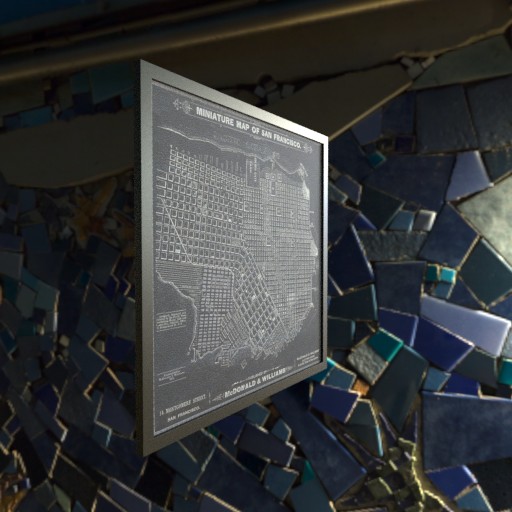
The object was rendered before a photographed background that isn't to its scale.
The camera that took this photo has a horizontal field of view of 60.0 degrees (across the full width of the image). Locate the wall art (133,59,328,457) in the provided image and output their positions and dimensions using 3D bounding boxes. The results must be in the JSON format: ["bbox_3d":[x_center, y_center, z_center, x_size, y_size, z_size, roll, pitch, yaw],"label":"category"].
[{"bbox_3d":[0.000,0.000,1.228,0.022,0.807,0.807,1,2,37],"label":"wall art"}]
